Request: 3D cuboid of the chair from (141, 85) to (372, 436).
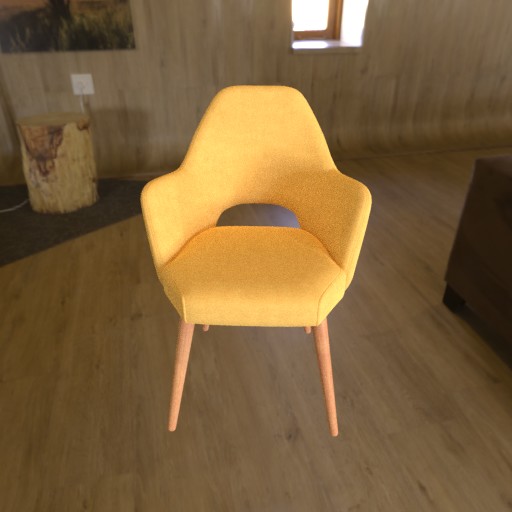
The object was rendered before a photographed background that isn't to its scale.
[{"bbox_3d":[0.000,0.000,1.280,0.590,0.840,0.610,1,30,2],"label":"chair"}]
